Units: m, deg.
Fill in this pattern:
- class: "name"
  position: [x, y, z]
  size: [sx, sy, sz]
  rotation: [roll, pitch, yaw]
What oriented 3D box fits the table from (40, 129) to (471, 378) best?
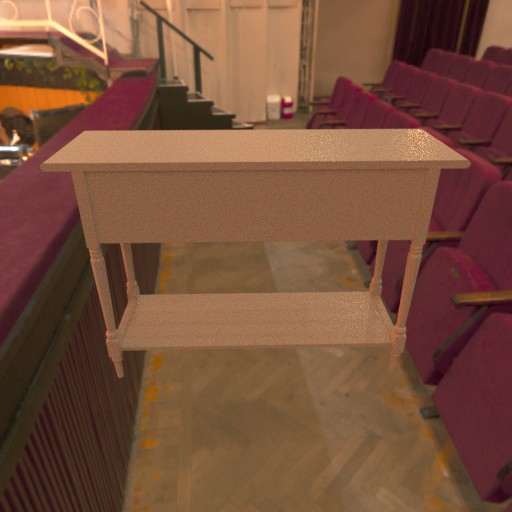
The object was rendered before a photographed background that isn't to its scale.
- class: "table"
  position: [0.000, 0.000, 1.589]
  size: [1.197, 0.808, 0.384]
  rotation: [-1, 29, -1]
